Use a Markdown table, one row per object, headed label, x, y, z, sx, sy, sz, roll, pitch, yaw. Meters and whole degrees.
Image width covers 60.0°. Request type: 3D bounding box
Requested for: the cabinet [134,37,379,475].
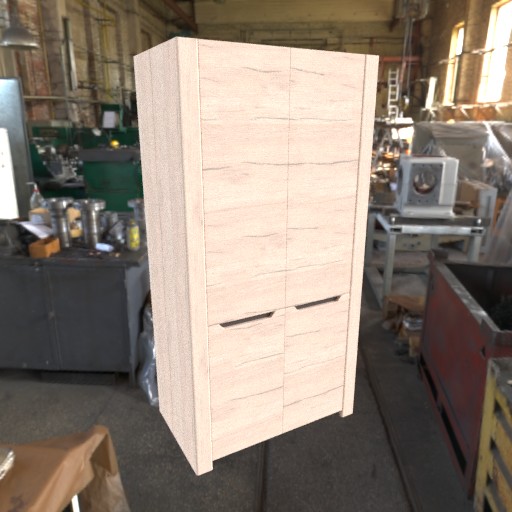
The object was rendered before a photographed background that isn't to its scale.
| label | x | y | z | sx | sy | sz | roll | pitch | yaw |
| --- | --- | --- | --- | --- | --- | --- | --- | --- | --- |
| cabinet | 0.000 | 0.000 | 2.328 | 0.980 | 1.930 | 0.580 | -9 | 19 | -28 |
